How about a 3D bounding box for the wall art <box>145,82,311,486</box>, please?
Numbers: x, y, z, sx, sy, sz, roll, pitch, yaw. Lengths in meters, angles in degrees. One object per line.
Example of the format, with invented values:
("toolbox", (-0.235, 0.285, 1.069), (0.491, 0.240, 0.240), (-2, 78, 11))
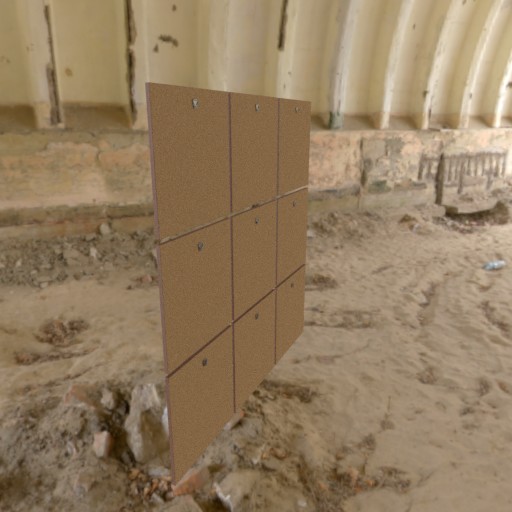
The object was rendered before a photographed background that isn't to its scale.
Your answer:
("wall art", (0.000, 0.000, 1.783), (0.019, 1.218, 1.221), (8, 19, 24))
